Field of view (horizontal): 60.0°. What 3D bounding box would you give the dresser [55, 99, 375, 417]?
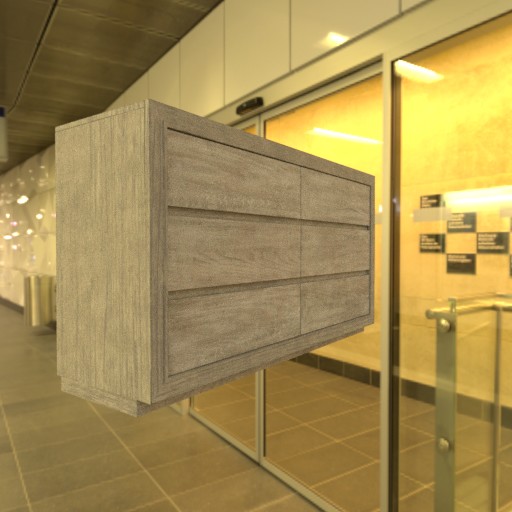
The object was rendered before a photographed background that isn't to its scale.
[{"bbox_3d":[0.000,0.000,2.013,0.483,0.889,1.628,1,1,36],"label":"dresser"}]
